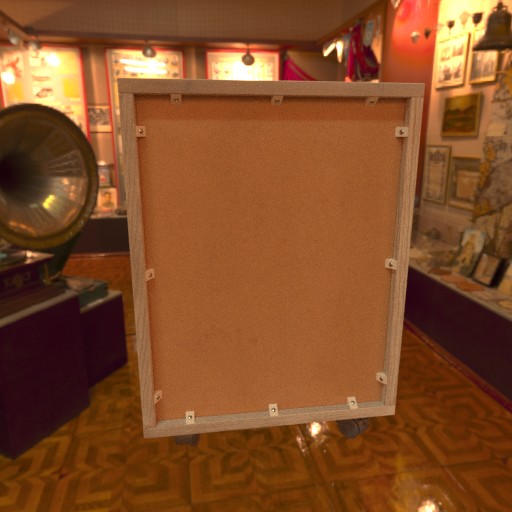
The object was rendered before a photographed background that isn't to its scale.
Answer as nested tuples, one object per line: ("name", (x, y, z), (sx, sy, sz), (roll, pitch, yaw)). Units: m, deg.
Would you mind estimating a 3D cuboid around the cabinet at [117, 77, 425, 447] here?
("cabinet", (0.000, 0.000, 0.844), (0.409, 0.579, 0.401), (-2, 15, -8))
